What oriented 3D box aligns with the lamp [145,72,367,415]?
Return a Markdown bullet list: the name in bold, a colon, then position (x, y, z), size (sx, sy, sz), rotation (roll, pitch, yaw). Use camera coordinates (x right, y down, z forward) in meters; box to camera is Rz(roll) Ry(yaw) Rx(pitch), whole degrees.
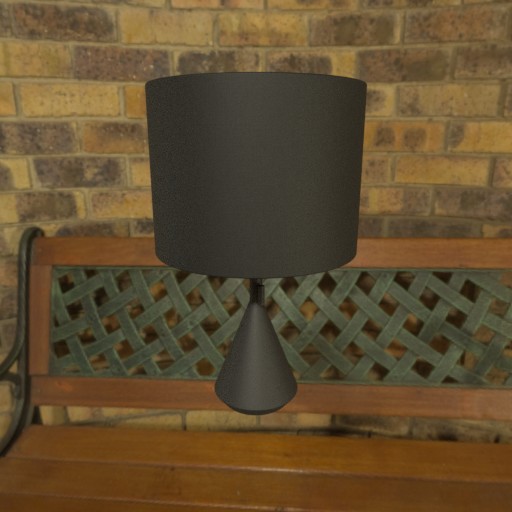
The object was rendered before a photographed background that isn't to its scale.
- **lamp**: position (0.000, 0.000, 0.813), size (0.359, 0.584, 0.359), rotation (-8, 17, -26)
